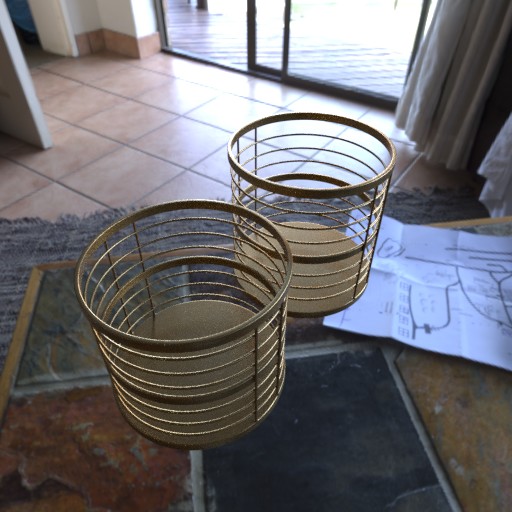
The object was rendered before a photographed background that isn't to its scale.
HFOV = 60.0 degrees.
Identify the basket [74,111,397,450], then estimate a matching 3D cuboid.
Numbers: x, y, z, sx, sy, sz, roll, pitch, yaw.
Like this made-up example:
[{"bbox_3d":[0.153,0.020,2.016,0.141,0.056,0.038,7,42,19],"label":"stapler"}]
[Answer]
[{"bbox_3d":[0.000,0.000,0.937,0.356,0.351,0.746,26,47,27],"label":"basket"}]
